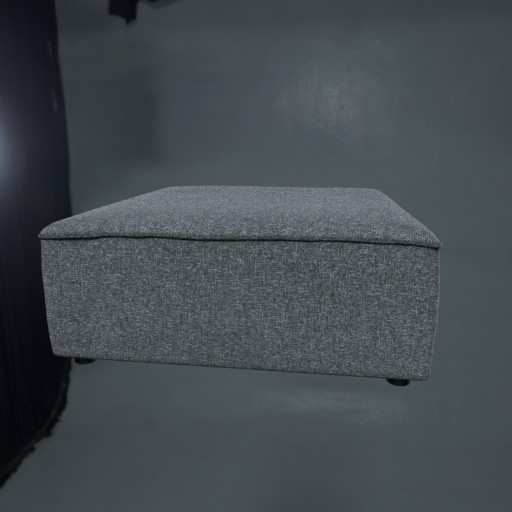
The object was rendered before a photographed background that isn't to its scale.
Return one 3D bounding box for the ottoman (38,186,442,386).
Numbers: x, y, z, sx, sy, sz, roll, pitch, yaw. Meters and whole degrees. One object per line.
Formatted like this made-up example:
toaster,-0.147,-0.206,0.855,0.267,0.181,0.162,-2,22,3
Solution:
ottoman,0.000,0.000,1.578,1.017,0.423,1.021,2,15,8
